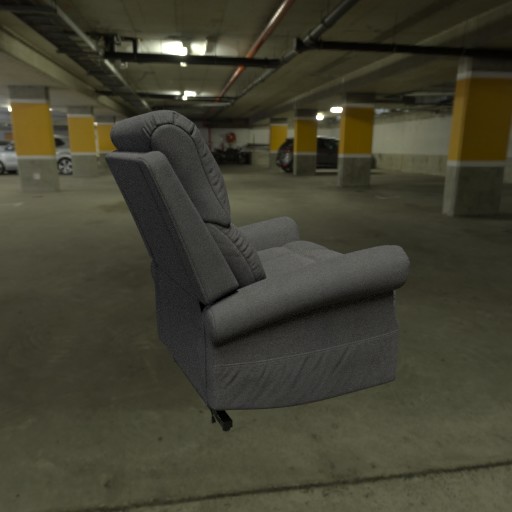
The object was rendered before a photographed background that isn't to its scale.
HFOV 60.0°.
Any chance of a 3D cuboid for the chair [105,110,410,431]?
[{"bbox_3d":[0.000,0.000,1.730,0.979,1.031,0.871,-7,15,-26],"label":"chair"}]
